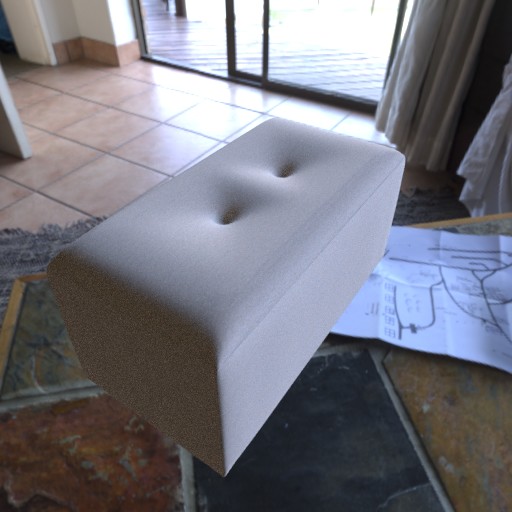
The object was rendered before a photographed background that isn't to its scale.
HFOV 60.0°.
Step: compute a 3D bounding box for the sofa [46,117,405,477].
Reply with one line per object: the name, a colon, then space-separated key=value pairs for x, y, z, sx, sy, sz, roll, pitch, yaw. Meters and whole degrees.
sofa: x=0.000 y=0.000 z=1.230 sx=0.480 sy=0.470 sz=0.930 roll=24 pitch=46 yaw=25
